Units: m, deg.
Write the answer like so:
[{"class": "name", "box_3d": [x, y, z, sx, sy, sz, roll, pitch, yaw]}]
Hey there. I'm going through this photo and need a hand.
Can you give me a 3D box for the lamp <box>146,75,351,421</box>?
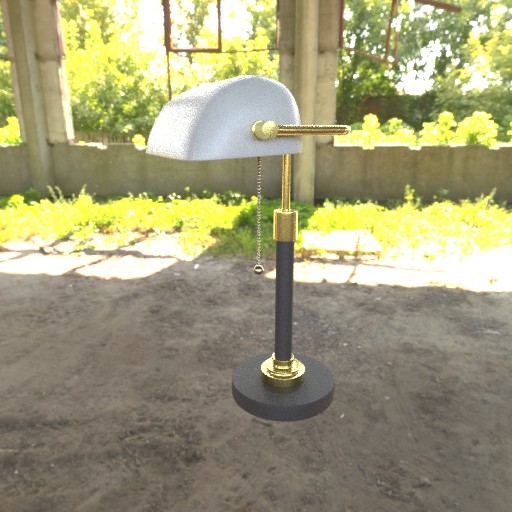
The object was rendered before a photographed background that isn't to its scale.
[{"class": "lamp", "box_3d": [0.000, 0.000, 0.556, 0.227, 0.404, 0.269, -7, 17, -24]}]
